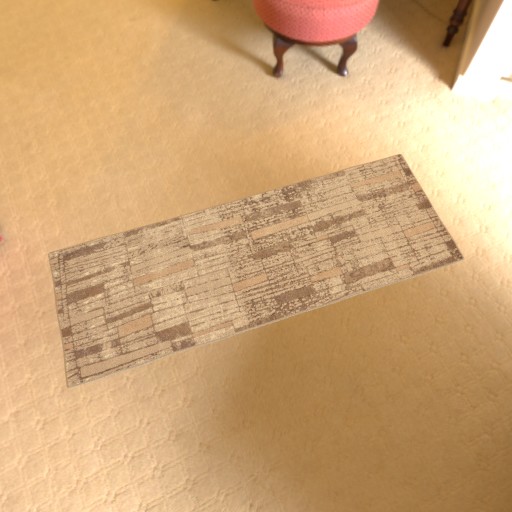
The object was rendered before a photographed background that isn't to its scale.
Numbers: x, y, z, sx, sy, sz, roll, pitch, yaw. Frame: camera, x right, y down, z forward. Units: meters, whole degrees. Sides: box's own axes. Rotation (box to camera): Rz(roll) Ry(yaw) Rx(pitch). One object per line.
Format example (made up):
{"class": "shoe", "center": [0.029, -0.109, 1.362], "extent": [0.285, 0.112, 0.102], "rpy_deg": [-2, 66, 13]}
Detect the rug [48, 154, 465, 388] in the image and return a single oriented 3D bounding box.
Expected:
{"class": "rug", "center": [0.000, 0.000, 2.681], "extent": [2.383, 0.018, 0.857], "rpy_deg": [-17, 65, -8]}
